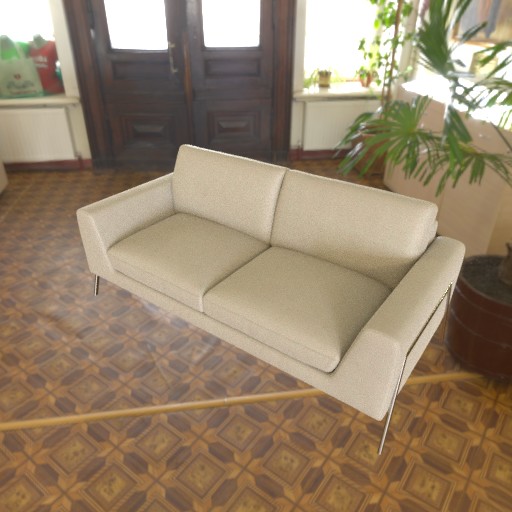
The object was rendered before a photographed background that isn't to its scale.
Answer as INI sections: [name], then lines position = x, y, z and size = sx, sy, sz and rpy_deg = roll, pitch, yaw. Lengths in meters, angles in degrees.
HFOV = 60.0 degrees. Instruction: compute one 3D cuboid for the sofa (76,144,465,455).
[sofa]
position = 0.000, 0.000, 2.540
size = 2.017, 0.875, 0.953
rpy_deg = 20, 36, 31
